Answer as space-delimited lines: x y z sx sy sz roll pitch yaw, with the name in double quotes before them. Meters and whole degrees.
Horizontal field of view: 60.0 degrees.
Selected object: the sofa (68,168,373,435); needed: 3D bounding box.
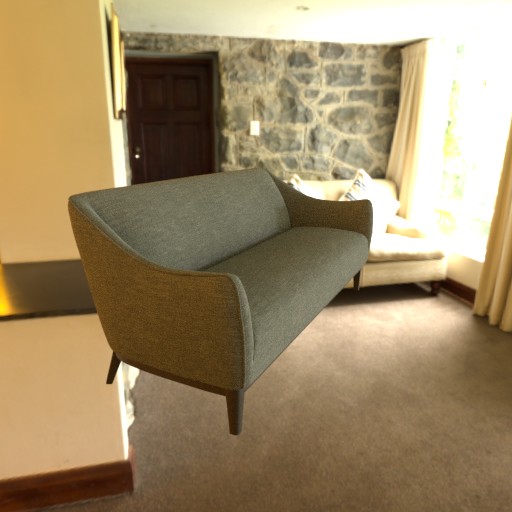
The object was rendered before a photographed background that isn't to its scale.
"sofa" 0.000 0.000 2.416 0.867 0.829 1.928 8 17 26
